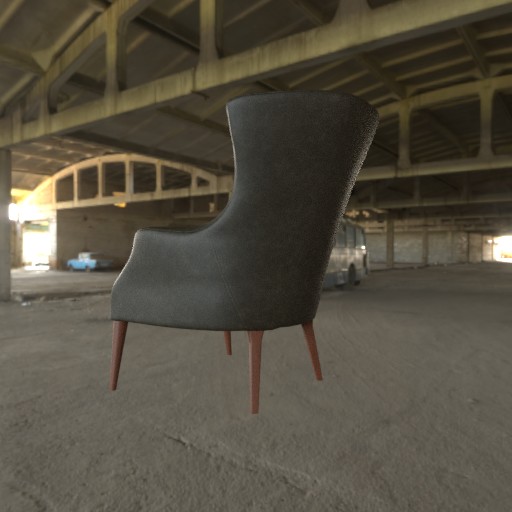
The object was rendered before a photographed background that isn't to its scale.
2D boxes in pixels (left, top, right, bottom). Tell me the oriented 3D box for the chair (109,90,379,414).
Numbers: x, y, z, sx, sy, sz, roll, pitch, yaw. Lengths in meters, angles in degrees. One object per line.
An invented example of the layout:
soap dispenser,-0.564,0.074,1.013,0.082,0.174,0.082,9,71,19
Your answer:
chair,0.000,0.000,1.801,0.954,1.068,0.819,1,1,36
